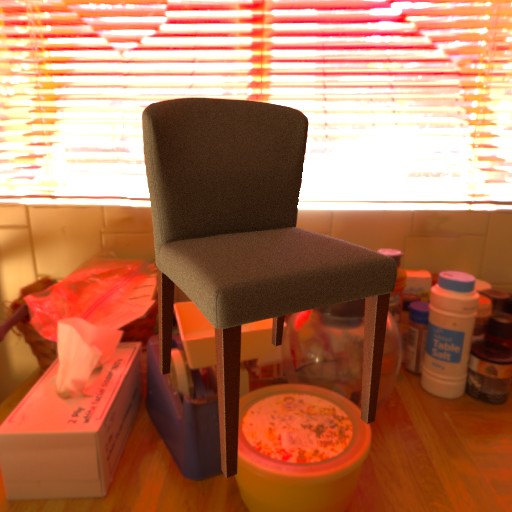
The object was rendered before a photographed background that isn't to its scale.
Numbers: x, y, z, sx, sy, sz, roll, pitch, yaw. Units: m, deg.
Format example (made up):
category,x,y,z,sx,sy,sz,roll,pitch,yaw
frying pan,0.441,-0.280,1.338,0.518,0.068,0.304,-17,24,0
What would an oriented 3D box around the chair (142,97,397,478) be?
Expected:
category,x,y,z,sx,sy,sz,roll,pitch,yaw
chair,0.000,0.000,1.200,0.491,0.839,0.592,-8,18,-27
